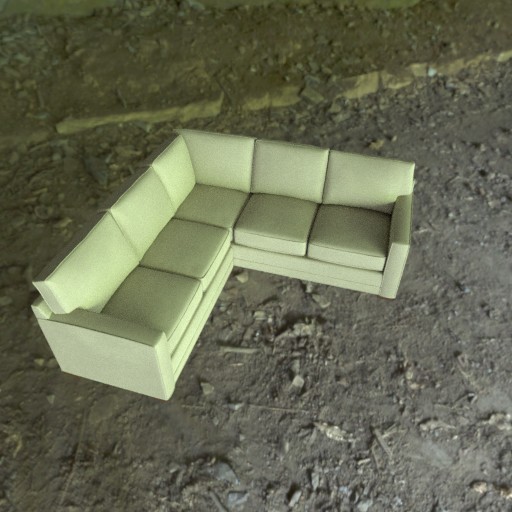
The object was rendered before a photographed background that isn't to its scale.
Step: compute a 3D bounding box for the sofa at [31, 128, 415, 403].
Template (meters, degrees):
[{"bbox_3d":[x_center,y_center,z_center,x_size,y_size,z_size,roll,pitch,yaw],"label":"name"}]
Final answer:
[{"bbox_3d":[0.000,0.000,3.350,2.189,0.939,2.182,11,42,13],"label":"sofa"}]
